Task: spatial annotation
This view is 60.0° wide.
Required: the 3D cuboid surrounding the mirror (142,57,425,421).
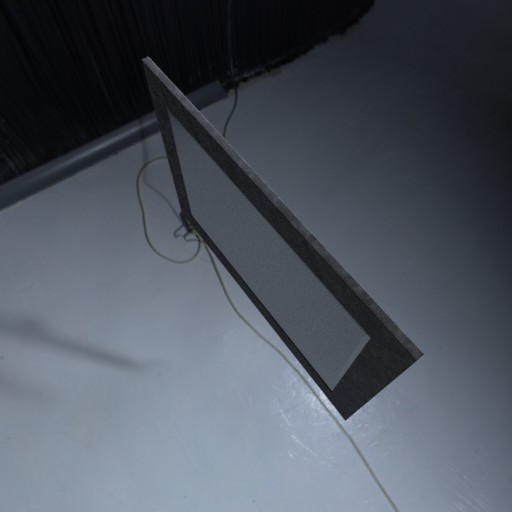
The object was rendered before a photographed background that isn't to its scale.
[{"bbox_3d":[0.000,0.000,1.437,0.022,0.795,1.101,-33,66,-16],"label":"mirror"}]
